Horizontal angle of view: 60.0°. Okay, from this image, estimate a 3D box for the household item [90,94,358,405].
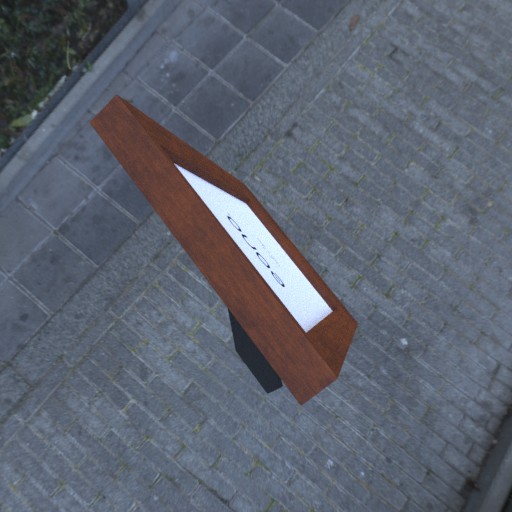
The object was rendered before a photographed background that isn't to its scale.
[{"bbox_3d":[0.000,0.000,0.291,0.096,0.204,0.160,-36,78,-9],"label":"household item"}]
